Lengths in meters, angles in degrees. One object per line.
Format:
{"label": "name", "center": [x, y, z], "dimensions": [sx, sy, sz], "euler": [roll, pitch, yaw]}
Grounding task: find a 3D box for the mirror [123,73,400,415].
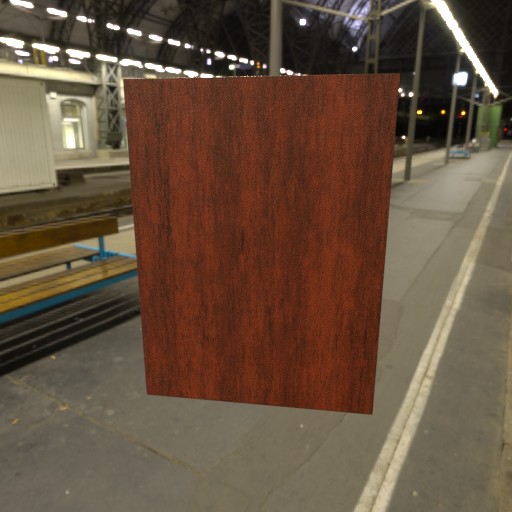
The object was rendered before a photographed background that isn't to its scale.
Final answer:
{"label": "mirror", "center": [0.000, 0.000, 1.068], "dimensions": [0.600, 0.805, 0.021], "euler": [2, 16, 8]}
